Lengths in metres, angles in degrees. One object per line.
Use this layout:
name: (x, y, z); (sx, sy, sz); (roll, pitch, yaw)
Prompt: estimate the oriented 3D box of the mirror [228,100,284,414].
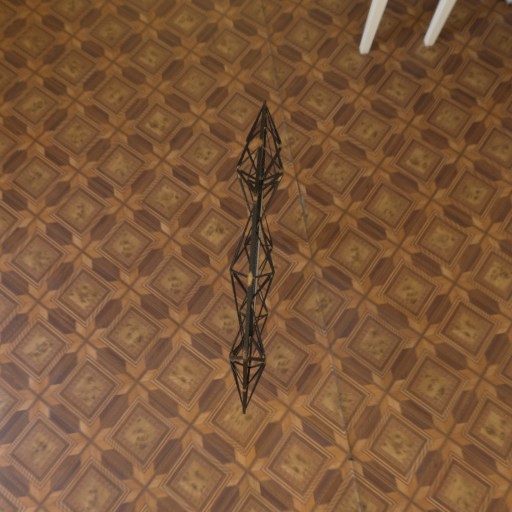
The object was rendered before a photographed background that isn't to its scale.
mirror: (0.000, 0.000, 1.051); (0.094, 0.710, 0.710); (4, 74, 1)
